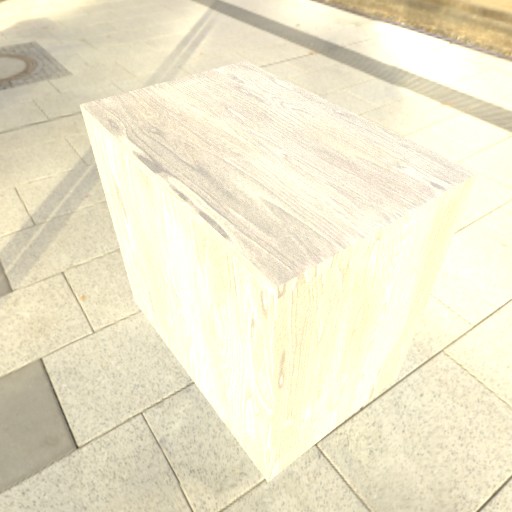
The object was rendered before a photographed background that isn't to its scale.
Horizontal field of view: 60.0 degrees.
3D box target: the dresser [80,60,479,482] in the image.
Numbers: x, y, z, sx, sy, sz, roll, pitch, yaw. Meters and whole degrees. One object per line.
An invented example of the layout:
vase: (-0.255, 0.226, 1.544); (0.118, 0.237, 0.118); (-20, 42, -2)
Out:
dresser: (0.000, 0.000, 1.283); (0.529, 0.762, 0.809); (-27, 49, -26)
